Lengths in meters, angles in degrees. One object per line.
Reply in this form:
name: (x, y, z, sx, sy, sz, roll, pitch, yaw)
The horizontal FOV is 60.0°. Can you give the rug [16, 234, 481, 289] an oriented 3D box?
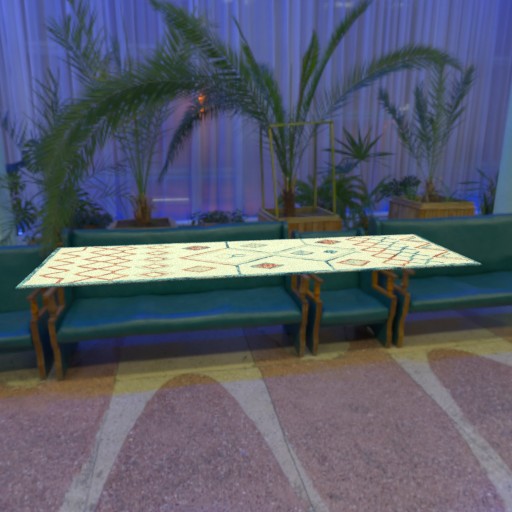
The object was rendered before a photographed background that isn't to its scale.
rug: (0.000, 0.000, 2.644, 2.435, 0.011, 0.750, -3, 16, -9)
